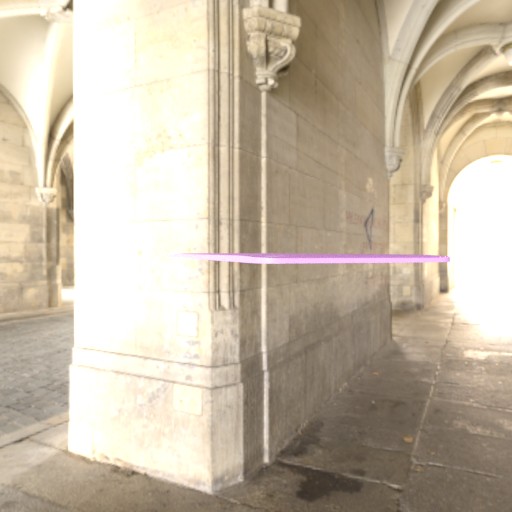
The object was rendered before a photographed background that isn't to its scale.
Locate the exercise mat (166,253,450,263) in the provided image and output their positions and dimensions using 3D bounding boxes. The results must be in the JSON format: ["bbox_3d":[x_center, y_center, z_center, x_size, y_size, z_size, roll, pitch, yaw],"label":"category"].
[{"bbox_3d":[0.000,0.000,2.077,0.616,0.021,1.869,0,1,-19],"label":"exercise mat"}]
